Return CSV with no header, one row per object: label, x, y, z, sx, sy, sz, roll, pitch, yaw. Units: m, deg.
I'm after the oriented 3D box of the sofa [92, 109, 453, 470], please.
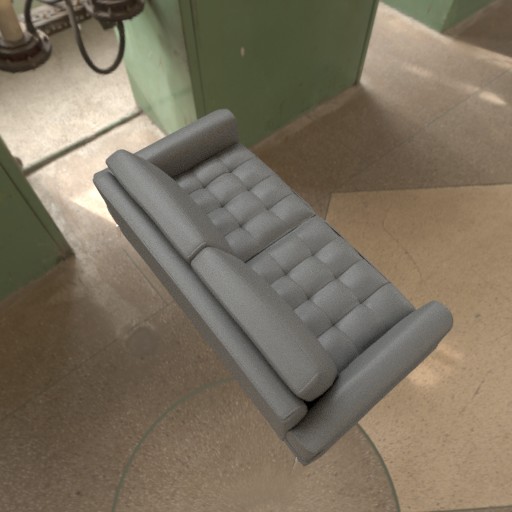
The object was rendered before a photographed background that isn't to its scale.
sofa,0.000,0.000,2.741,1.121,0.930,2.177,-34,65,-19
